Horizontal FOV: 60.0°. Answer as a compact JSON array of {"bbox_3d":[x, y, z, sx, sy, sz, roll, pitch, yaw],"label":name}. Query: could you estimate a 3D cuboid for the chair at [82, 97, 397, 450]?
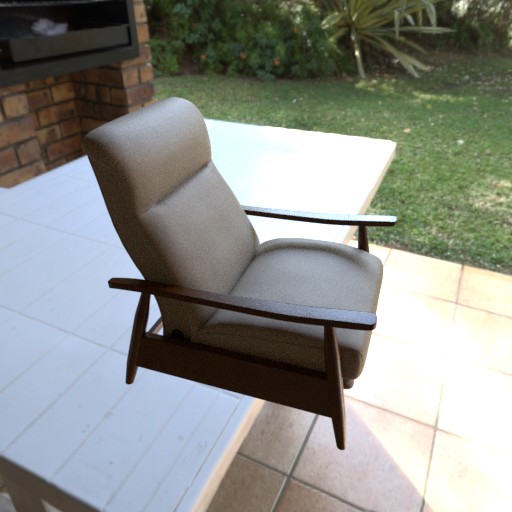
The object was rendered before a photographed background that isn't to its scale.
[{"bbox_3d":[0.000,0.000,1.805,1.030,1.082,0.762,11,34,17],"label":"chair"}]
